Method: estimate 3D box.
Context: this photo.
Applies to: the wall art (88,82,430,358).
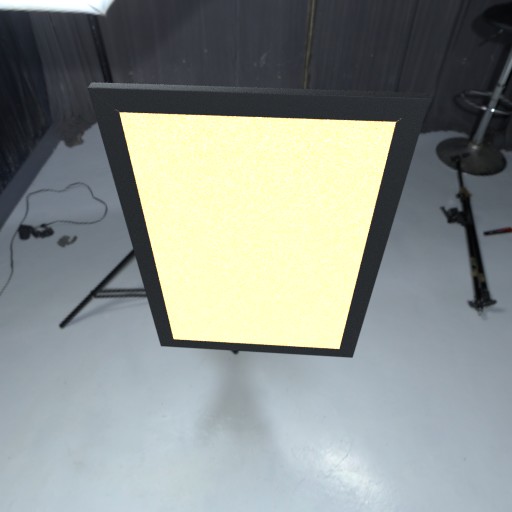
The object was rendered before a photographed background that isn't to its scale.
[{"bbox_3d":[0.000,0.000,0.591,0.326,0.459,0.011,3,46,3],"label":"wall art"}]
